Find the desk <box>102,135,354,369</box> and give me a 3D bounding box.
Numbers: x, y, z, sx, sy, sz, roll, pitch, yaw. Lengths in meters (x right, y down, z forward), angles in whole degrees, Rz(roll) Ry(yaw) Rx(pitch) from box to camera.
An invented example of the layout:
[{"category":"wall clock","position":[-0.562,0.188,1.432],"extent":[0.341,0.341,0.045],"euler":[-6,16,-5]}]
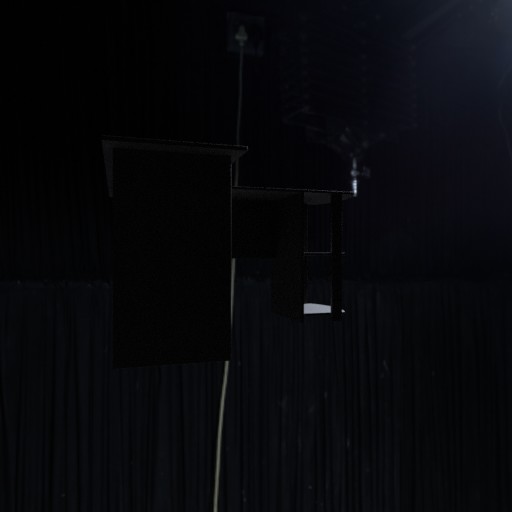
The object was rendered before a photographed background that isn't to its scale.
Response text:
[{"category":"desk","position":[0.000,0.000,2.133],"extent":[1.361,0.716,1.303],"euler":[0,0,-17]}]
